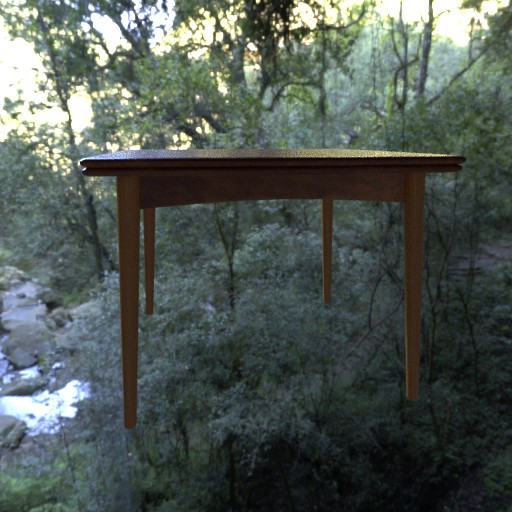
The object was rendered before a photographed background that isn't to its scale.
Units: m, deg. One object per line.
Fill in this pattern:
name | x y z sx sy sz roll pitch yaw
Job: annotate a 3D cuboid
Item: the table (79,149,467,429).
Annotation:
table | 0.000 0.000 1.648 0.991 0.754 0.991 -2 15 -9
